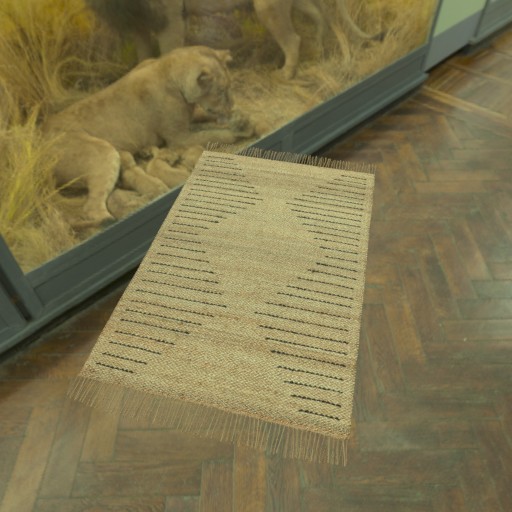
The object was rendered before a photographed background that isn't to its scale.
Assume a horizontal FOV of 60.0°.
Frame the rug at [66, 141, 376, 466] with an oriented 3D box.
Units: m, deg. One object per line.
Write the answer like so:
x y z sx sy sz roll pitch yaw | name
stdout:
0.000 0.000 2.503 1.224 0.027 2.085 10 48 9 | rug
